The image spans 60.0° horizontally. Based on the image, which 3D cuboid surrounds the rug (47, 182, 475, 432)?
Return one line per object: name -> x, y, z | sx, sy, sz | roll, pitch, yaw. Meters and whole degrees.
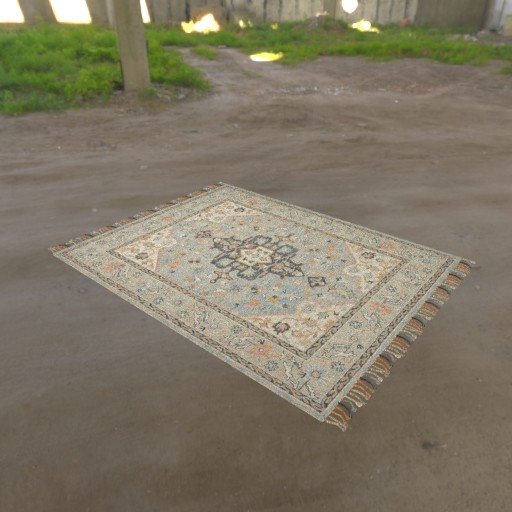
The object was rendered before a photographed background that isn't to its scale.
rug -> 0.000, 0.000, 2.202 | 1.730, 0.009, 1.278 | 23, 37, 34
